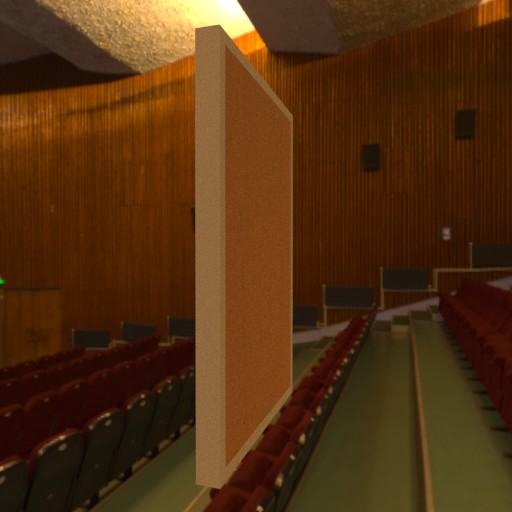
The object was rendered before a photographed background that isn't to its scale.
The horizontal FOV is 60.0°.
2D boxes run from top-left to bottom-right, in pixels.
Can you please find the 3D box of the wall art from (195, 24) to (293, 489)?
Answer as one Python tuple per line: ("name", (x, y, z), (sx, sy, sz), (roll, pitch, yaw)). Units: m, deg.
("wall art", (0.000, 0.000, 0.551), (0.025, 0.428, 0.293), (0, 1, 18))
